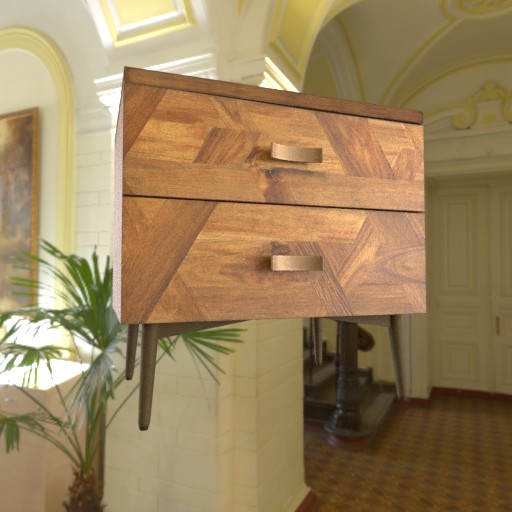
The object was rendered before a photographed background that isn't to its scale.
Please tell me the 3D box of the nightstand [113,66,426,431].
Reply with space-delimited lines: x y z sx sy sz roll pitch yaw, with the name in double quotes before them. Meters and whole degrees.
"nightstand" 0.000 0.000 1.018 0.610 0.610 0.458 1 -2 -20
